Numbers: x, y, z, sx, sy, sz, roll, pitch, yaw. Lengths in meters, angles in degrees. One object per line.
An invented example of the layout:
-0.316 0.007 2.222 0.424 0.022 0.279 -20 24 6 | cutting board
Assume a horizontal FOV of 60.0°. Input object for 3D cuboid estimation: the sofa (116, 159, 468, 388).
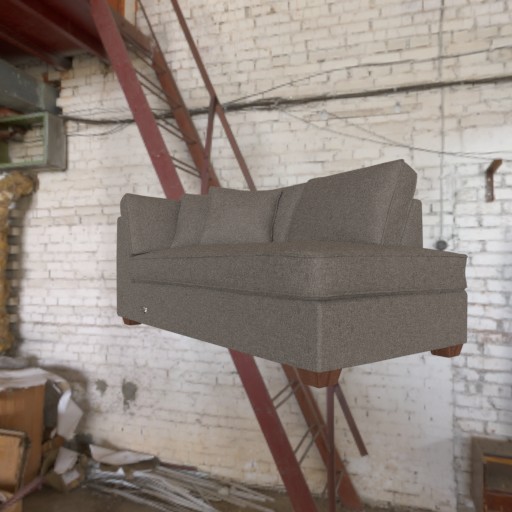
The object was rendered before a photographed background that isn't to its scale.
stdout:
0.000 0.000 2.826 1.110 1.033 2.237 1 -1 -37 | sofa
